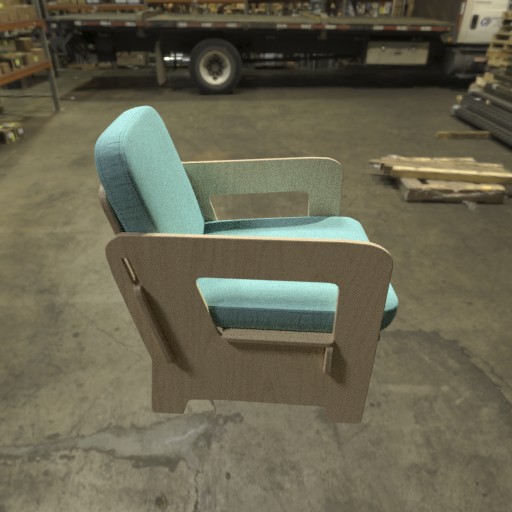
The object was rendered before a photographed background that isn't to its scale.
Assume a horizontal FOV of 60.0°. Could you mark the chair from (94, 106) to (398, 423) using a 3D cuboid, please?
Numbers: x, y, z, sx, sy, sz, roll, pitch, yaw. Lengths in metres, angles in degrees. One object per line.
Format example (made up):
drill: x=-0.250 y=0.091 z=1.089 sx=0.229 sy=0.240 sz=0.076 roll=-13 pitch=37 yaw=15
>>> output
chair: x=0.000 y=0.000 z=1.290 sx=0.710 sy=0.800 sz=0.590 roll=-1 pitch=31 yaw=-1
